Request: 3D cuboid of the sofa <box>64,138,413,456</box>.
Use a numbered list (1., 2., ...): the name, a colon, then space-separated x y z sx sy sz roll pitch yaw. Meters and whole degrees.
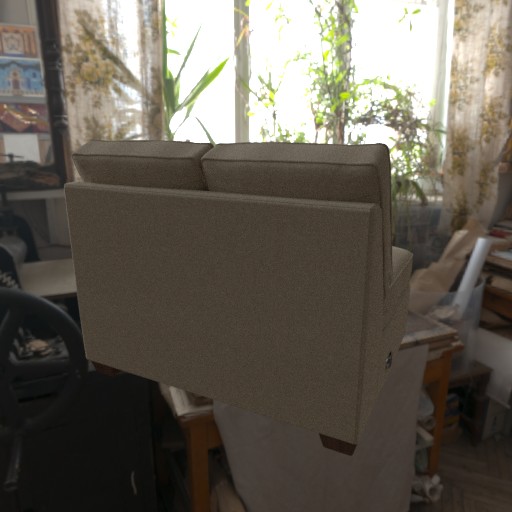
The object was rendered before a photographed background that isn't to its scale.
1. sofa: 0.000 0.000 1.964 1.237 1.008 0.951 8 18 26
